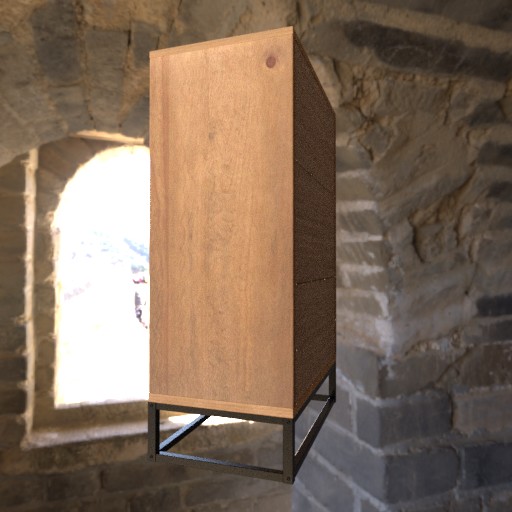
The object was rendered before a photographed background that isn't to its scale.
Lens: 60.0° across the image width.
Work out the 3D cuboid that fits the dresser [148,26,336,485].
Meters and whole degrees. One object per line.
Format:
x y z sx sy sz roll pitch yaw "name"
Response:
0.000 0.000 1.631 0.479 1.240 0.761 0 -1 19 "dresser"
